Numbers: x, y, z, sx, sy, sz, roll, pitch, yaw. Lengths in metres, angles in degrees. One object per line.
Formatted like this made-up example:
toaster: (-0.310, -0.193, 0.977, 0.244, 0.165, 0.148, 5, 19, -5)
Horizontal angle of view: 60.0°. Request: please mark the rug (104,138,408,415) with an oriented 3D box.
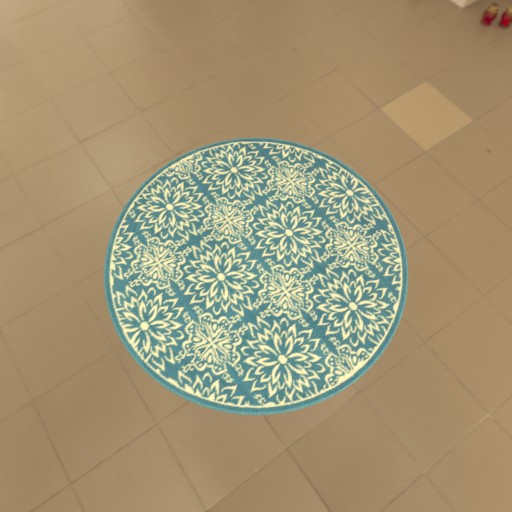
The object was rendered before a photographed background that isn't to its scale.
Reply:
rug: (0.000, 0.000, 2.344, 1.593, 0.012, 1.593, 0, 64, 0)
